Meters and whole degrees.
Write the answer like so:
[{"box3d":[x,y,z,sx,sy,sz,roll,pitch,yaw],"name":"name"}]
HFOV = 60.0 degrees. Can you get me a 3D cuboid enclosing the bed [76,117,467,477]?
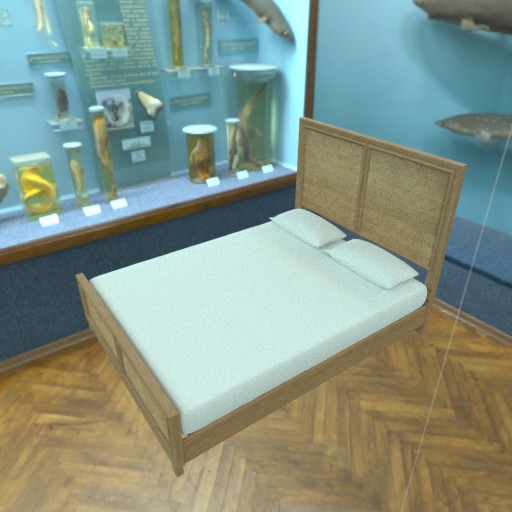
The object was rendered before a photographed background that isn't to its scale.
[{"box3d":[0.000,0.000,3.213,2.184,1.387,1.606,-20,36,-30],"name":"bed"}]
